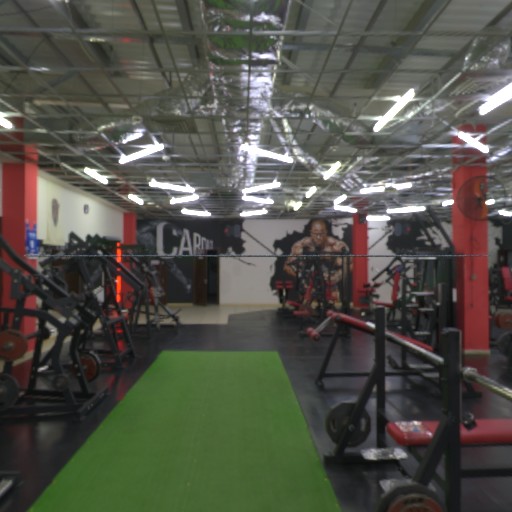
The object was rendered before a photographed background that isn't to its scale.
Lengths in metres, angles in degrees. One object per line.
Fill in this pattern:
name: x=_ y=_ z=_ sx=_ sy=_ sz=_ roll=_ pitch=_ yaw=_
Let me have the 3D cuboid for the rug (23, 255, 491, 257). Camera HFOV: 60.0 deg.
rug: x=0.000 y=0.000 z=2.646 sx=2.443 sy=0.008 sz=0.688 roll=0 pitch=0 yaw=0
